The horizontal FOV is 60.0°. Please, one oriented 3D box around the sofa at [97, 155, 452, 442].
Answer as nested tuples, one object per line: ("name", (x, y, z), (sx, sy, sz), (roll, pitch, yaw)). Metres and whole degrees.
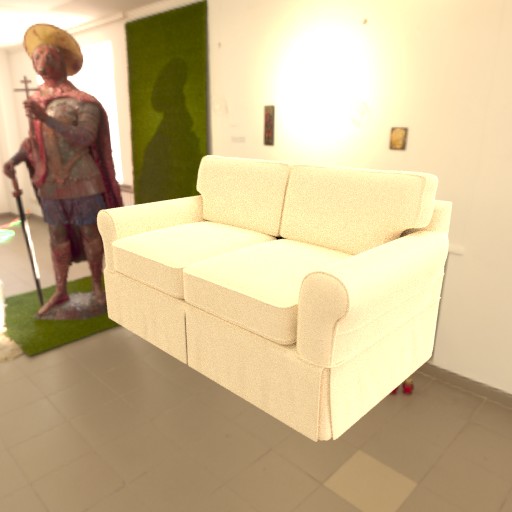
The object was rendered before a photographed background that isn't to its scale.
("sofa", (0.000, 0.000, 2.369), (1.727, 0.940, 0.991), (16, 23, 42))
